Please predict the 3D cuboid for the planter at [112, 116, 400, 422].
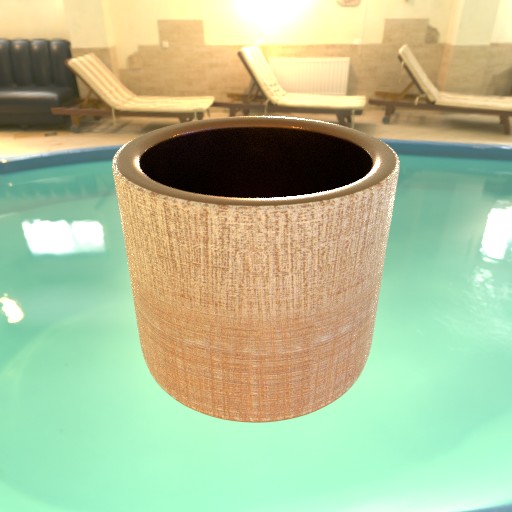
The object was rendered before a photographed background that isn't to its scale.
[{"bbox_3d":[0.000,0.000,0.194,0.109,0.096,0.109,0,31,0],"label":"planter"}]
